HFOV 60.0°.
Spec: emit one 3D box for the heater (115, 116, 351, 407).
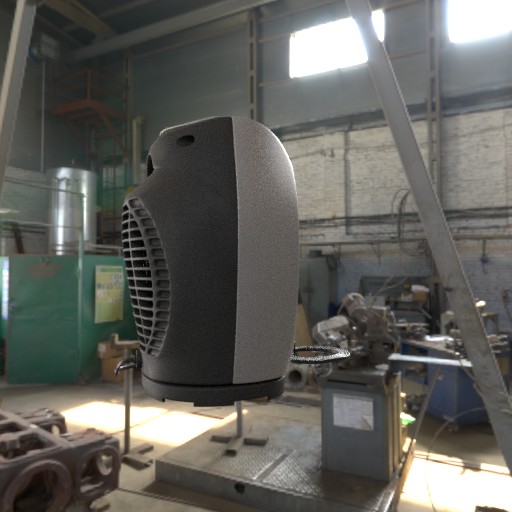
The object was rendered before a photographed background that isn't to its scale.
[{"bbox_3d":[0.000,0.000,0.482,0.291,0.255,0.239,1,-2,-17],"label":"heater"}]
